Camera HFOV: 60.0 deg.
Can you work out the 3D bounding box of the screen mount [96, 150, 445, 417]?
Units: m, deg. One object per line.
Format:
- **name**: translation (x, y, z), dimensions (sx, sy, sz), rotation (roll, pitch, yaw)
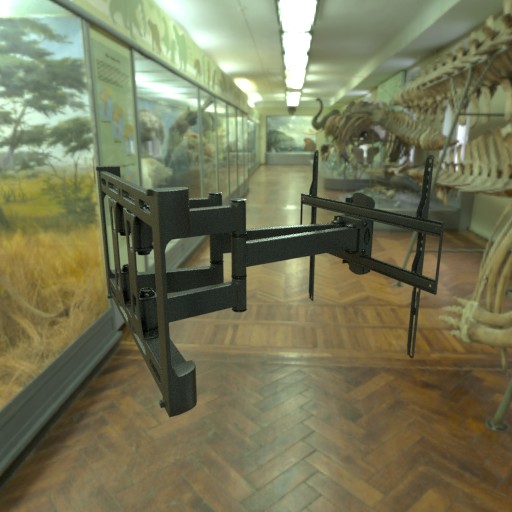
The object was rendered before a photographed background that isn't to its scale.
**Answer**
- **screen mount**: translation (0.000, 0.000, 0.943), dimensions (0.556, 0.424, 0.571), rotation (-7, 17, -25)
